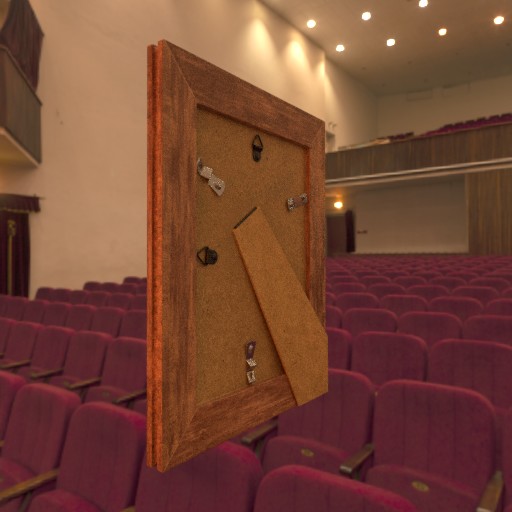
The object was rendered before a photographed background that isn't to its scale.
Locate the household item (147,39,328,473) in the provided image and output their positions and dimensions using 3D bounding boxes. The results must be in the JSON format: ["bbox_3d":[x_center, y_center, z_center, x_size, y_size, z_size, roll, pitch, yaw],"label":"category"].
[{"bbox_3d":[0.000,0.000,0.319,0.018,0.237,0.186,0,0,37],"label":"household item"}]
